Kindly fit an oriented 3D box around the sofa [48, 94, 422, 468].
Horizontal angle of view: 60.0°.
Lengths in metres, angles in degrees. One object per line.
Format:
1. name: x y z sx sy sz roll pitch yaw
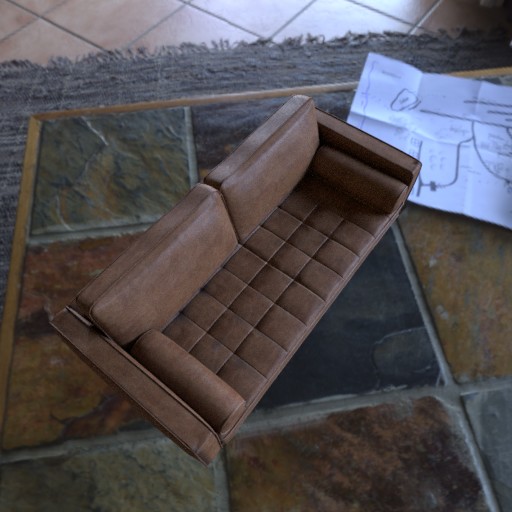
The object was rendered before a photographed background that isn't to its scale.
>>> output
1. sofa: 0.000 0.000 2.388 0.924 0.825 1.920 34 65 18
